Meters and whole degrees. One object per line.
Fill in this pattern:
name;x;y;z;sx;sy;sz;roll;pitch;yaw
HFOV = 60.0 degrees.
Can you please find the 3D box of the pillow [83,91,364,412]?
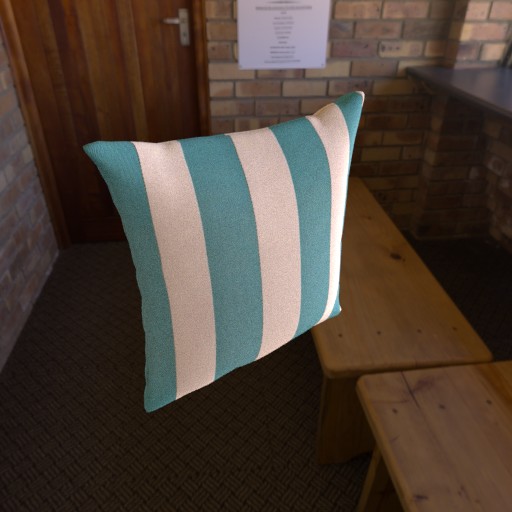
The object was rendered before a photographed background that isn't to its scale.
pillow;0.000;0.000;0.826;0.536;0.526;0.189;-23;38;-32
